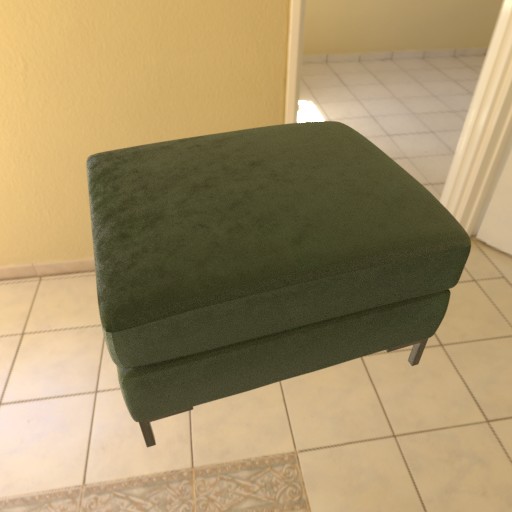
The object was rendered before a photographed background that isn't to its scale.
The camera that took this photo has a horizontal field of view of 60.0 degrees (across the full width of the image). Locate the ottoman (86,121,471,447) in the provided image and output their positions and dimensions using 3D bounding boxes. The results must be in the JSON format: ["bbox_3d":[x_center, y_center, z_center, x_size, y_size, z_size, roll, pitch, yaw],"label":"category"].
[{"bbox_3d":[0.000,0.000,1.283,0.839,0.538,0.701,-12,42,-14],"label":"ottoman"}]
